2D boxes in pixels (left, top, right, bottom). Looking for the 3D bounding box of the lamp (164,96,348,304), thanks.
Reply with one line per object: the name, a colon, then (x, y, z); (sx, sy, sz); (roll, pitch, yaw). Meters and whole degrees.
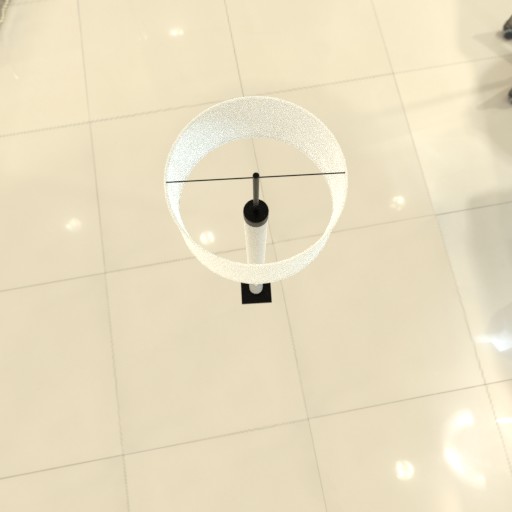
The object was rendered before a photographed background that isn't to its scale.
lamp: (0.000, 0.000, 1.710); (0.420, 1.475, 0.420); (-3, 76, -1)
